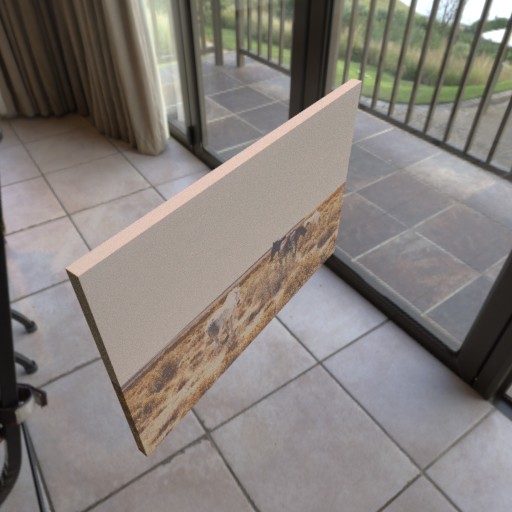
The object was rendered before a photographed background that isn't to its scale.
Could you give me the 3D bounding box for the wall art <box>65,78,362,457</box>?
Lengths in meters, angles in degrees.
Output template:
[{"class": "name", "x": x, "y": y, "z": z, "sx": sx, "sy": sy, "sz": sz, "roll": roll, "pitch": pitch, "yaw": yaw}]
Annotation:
[{"class": "wall art", "x": 0.000, "y": 0.000, "z": 1.875, "sx": 0.051, "sy": 1.016, "sz": 1.520, "roll": 27, "pitch": 49, "yaw": 26}]
